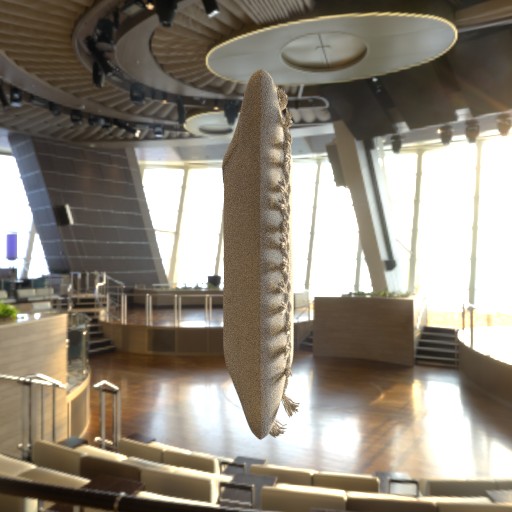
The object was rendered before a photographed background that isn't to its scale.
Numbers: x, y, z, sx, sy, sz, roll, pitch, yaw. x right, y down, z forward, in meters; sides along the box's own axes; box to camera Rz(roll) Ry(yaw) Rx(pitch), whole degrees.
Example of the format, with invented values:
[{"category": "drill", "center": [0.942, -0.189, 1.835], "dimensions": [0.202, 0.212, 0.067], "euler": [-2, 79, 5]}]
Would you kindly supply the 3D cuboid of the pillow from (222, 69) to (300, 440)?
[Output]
[{"category": "pillow", "center": [0.000, 0.000, 0.583], "dimensions": [0.084, 0.305, 0.466], "euler": [0, -1, -1]}]
